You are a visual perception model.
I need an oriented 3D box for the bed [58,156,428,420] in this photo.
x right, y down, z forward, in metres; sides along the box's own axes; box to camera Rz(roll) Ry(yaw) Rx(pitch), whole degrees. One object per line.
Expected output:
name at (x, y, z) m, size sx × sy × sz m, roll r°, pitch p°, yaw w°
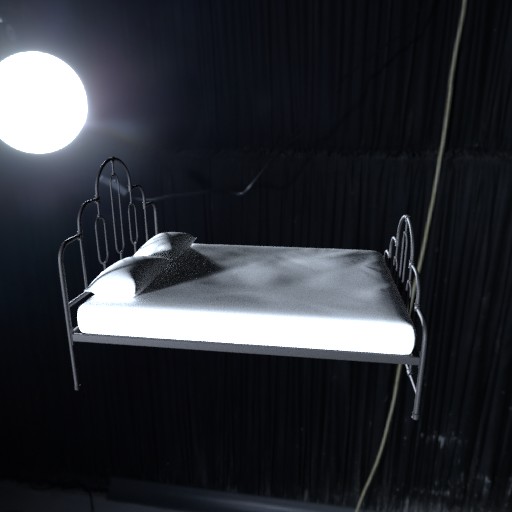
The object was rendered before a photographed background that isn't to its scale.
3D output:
bed at (0.000, 0.000, 3.304) m, size 2.163 × 1.429 × 1.640 m, roll 2°, pitch 17°, yaw 8°
